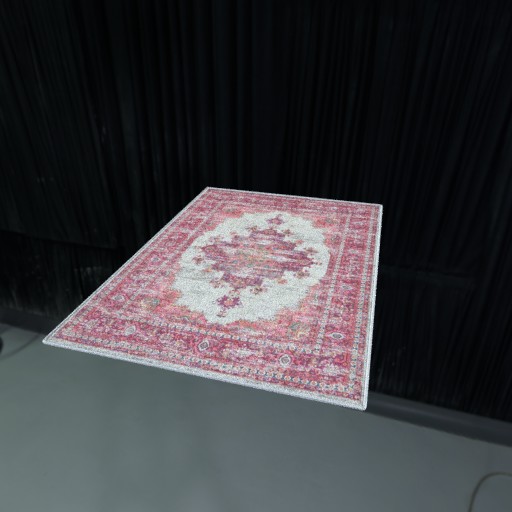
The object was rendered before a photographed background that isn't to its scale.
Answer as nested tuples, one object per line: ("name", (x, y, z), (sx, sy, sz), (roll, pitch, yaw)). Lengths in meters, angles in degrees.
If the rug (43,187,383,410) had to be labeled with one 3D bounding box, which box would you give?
("rug", (0.000, 0.000, 2.287), (1.217, 0.011, 1.747), (8, 30, 14))
